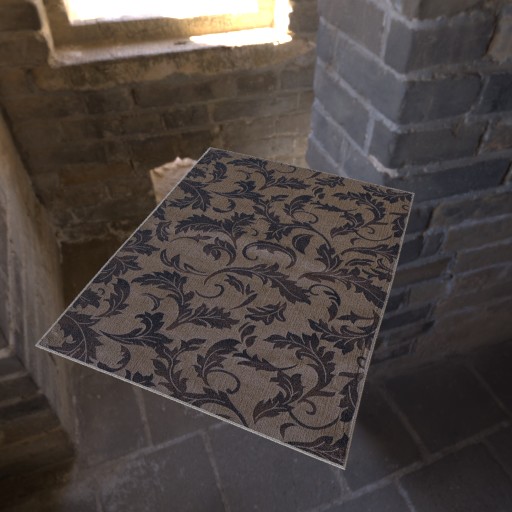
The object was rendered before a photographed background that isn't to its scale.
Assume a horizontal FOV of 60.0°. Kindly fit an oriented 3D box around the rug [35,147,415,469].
[{"bbox_3d":[0.000,0.000,3.966,2.380,0.008,2.977,16,47,15],"label":"rug"}]
